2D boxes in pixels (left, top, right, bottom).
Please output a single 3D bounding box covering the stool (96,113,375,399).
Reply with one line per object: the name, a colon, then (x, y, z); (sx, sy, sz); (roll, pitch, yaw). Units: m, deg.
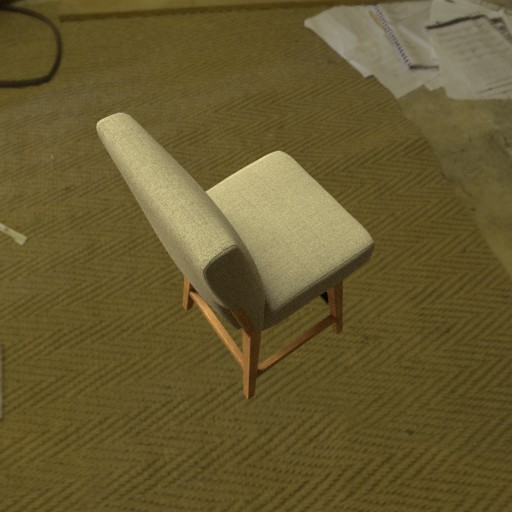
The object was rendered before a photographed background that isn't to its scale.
stool: (0.000, 0.000, 1.320); (0.526, 1.010, 0.459); (-32, 64, -18)
